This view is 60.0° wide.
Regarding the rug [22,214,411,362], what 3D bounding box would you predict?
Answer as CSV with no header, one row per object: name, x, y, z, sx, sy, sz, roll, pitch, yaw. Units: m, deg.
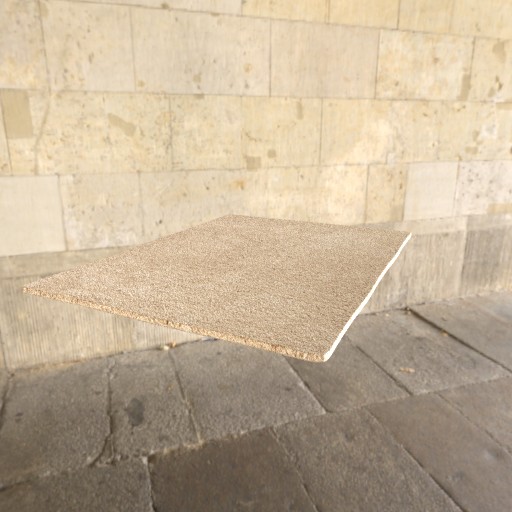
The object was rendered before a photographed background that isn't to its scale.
rug,0.000,0.000,2.105,1.199,0.025,1.600,8,18,25
